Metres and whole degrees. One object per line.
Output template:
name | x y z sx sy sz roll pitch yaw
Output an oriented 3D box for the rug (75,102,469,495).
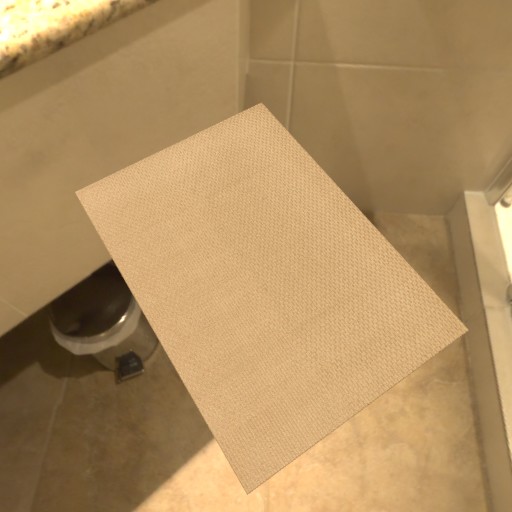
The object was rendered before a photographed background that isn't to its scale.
rug | 0.000 0.000 2.759 1.509 0.013 2.144 -30 67 -15
